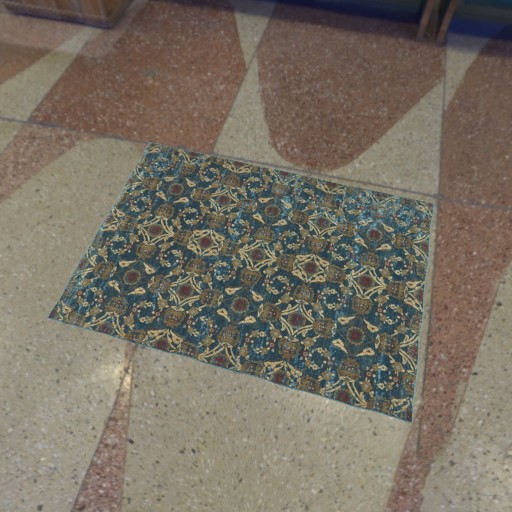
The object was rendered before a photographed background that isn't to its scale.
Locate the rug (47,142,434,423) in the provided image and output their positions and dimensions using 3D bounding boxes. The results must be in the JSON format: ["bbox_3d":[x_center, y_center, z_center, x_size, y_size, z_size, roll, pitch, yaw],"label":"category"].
[{"bbox_3d":[0.000,0.000,2.942,2.207,0.014,1.567,14,59,8],"label":"rug"}]
